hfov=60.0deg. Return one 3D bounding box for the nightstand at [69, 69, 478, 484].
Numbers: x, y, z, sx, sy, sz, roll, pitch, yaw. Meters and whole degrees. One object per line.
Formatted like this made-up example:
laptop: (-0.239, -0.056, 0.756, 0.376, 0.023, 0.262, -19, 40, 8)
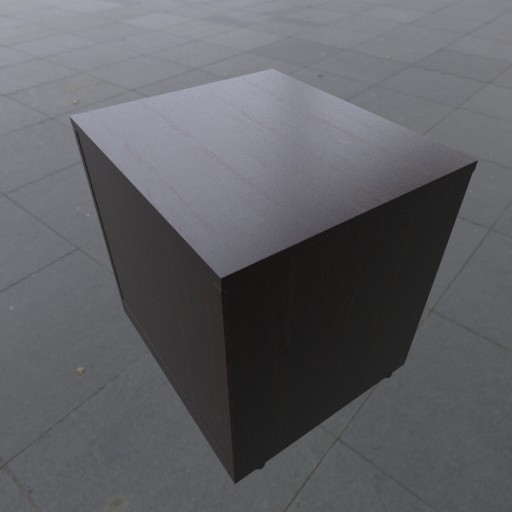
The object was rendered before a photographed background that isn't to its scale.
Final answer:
nightstand: (0.000, 0.000, 0.844, 0.427, 0.487, 0.489, -24, 46, -26)
